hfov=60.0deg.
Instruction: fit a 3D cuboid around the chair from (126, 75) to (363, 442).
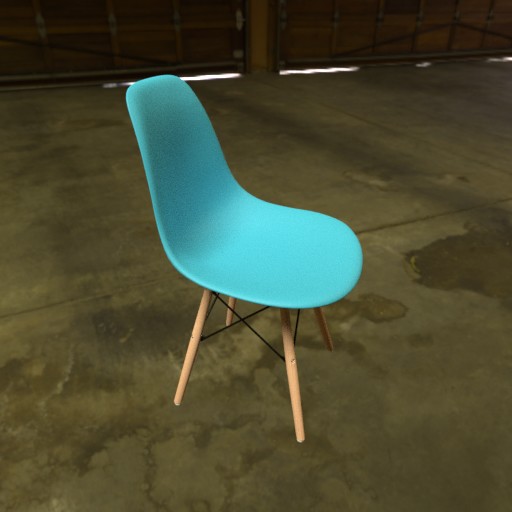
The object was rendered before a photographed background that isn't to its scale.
[{"bbox_3d":[0.000,0.000,1.136,0.531,0.826,0.470,11,32,17],"label":"chair"}]
